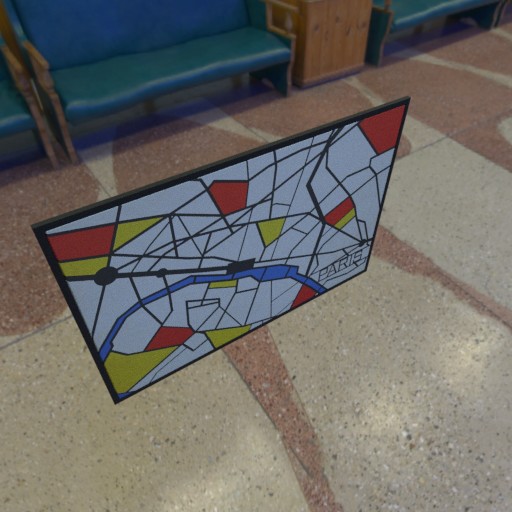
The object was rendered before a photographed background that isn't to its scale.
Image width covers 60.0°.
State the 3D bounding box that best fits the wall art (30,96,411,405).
[{"bbox_3d":[0.000,0.000,1.216,0.963,0.665,0.013,-24,50,-23],"label":"wall art"}]
